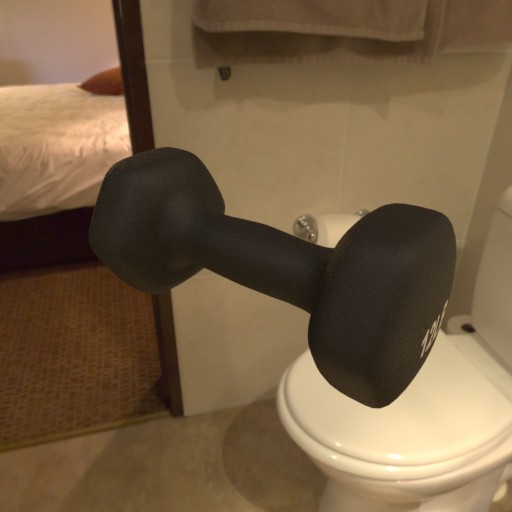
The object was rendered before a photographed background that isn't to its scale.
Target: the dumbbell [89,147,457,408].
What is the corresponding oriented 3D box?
[{"bbox_3d":[0.000,0.000,0.286,0.231,0.101,0.112,21,36,32],"label":"dumbbell"}]
